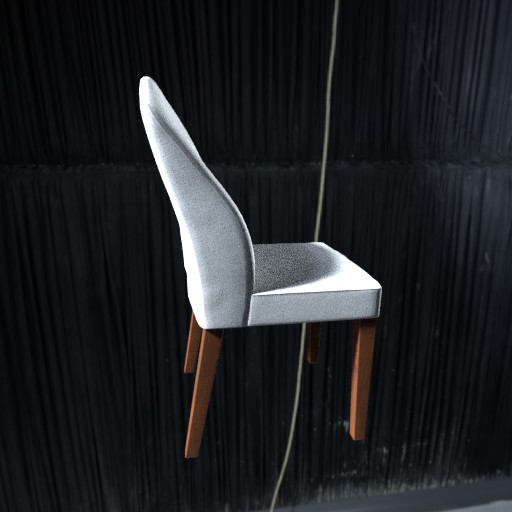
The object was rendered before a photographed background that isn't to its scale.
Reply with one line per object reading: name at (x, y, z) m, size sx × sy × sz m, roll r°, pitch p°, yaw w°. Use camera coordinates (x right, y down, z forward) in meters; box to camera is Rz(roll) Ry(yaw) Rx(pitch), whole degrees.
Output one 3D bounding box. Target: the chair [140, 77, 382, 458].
chair at (0.000, 0.000, 1.201) m, size 0.540 × 0.893 × 0.472 m, roll -2°, pitch 15°, yaw -9°
